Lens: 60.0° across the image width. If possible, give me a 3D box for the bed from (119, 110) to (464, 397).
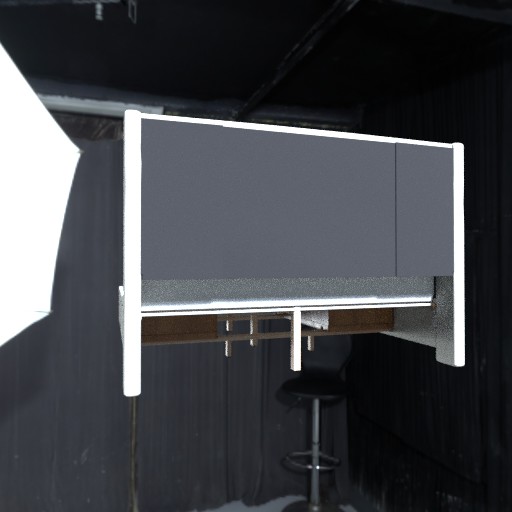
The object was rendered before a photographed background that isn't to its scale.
[{"bbox_3d":[0.000,0.000,3.652,2.140,1.470,2.280,0,-1,-18],"label":"bed"}]
